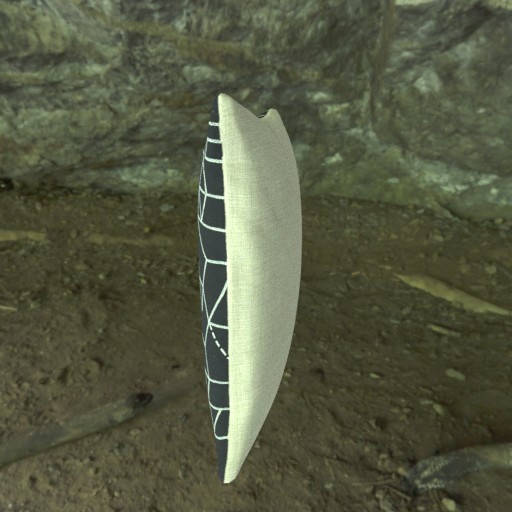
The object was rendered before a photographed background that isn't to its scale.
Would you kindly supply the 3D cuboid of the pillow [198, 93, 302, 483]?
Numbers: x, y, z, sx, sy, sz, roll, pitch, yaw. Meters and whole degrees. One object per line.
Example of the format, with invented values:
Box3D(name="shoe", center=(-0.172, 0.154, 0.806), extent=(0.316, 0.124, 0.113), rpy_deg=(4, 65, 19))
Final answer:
Box3D(name="pillow", center=(0.000, 0.000, 0.777), extent=(0.158, 0.508, 0.517), rpy_deg=(2, 17, 8))
